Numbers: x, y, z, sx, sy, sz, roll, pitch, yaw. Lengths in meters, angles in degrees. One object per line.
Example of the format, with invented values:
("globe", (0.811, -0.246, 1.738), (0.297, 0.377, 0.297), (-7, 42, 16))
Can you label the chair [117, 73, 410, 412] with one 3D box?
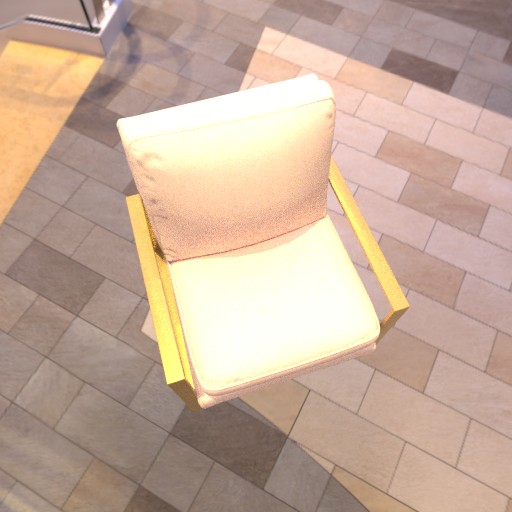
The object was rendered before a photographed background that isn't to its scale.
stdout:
("chair", (0.000, 0.000, 1.548), (0.758, 0.956, 0.813), (-16, 65, -8))
